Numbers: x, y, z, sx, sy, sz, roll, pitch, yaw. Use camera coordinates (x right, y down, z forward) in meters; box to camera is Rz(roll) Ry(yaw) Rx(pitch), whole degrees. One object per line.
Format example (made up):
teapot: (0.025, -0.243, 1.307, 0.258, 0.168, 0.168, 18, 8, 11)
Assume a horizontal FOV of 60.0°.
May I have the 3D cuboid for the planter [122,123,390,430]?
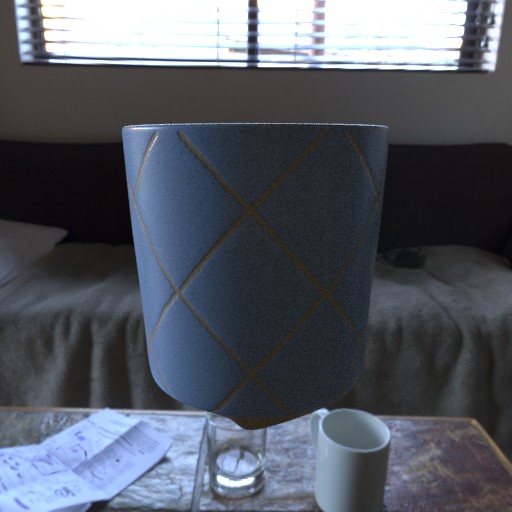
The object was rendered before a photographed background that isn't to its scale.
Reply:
planter: (0.000, 0.000, 0.421, 0.227, 0.235, 0.227, 0, 15, 0)
